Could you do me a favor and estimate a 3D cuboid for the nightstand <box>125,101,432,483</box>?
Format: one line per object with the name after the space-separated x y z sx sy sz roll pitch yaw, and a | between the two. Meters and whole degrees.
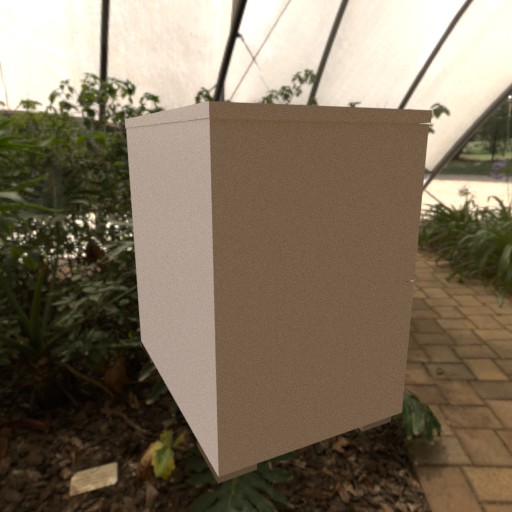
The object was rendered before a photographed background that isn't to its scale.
0.000 0.000 0.762 0.325 0.460 0.441 -7 16 -26 | nightstand
